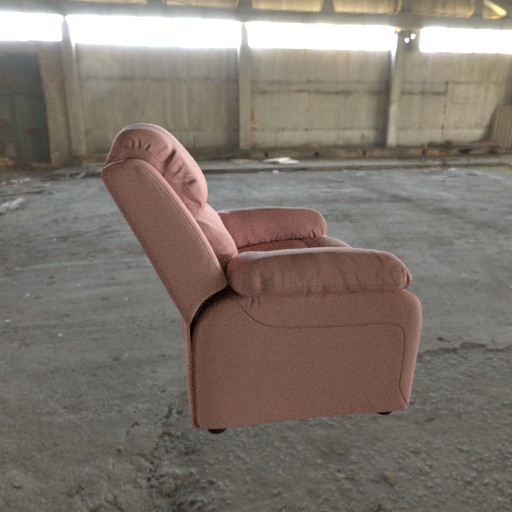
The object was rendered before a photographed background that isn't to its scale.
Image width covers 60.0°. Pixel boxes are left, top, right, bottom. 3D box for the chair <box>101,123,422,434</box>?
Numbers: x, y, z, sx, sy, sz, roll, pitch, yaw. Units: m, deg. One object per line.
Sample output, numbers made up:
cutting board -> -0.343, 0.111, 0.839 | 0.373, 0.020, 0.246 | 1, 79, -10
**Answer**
chair -> 0.000, 0.000, 1.224 | 0.709, 0.702, 0.680 | -3, 17, -11
